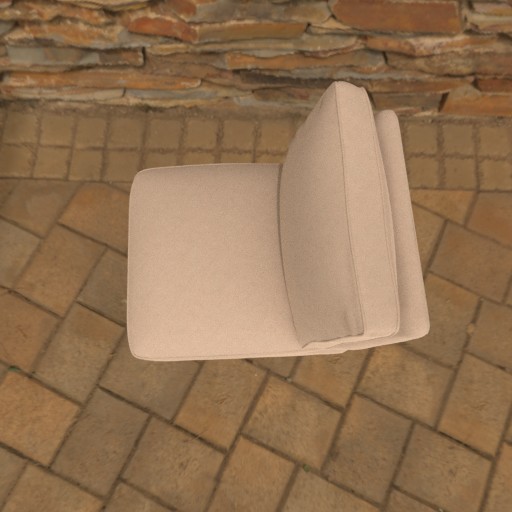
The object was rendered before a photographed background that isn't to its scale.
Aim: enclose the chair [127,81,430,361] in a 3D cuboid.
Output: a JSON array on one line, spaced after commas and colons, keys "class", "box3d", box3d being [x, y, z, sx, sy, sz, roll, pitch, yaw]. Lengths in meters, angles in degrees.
[{"class": "chair", "box3d": [0.000, 0.000, 1.625, 0.912, 1.052, 0.724, -3, 75, -1]}]
